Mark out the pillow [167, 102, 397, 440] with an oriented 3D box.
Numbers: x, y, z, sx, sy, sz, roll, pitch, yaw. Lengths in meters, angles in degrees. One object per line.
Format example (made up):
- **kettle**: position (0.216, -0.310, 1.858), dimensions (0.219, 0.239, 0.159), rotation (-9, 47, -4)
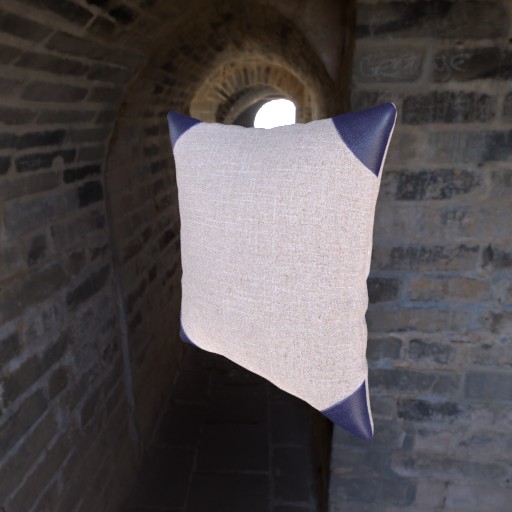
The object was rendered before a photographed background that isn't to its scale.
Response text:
- **pillow**: position (0.000, 0.000, 0.692), dimensions (0.440, 0.441, 0.147), rotation (15, 22, 42)
